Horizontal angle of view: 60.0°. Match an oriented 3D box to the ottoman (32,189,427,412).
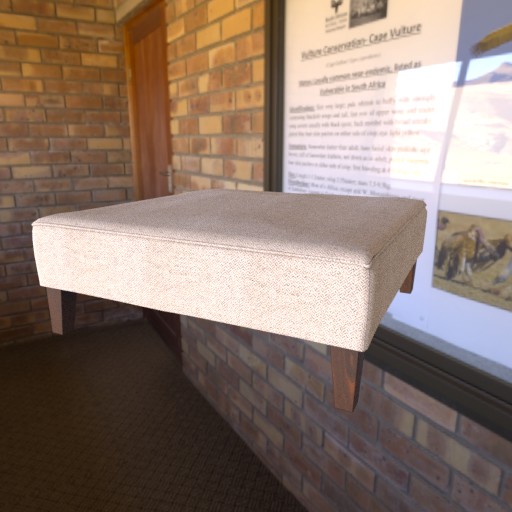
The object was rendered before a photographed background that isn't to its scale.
[{"bbox_3d":[0.000,0.000,1.510,0.982,0.381,0.973,7,16,26],"label":"ottoman"}]
